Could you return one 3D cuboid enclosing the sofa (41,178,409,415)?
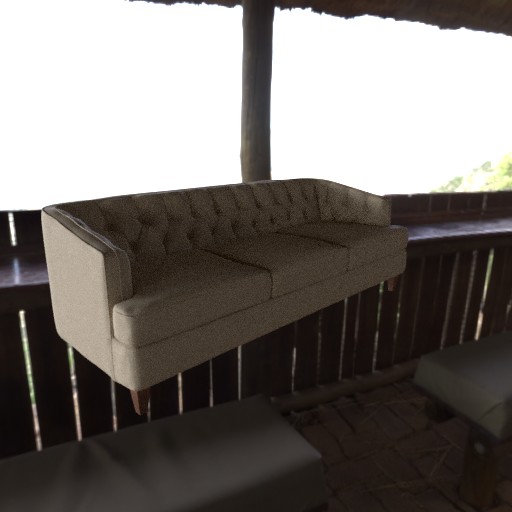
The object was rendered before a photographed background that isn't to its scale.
[{"bbox_3d":[0.000,0.000,2.698,0.913,0.788,2.235,15,21,43],"label":"sofa"}]
